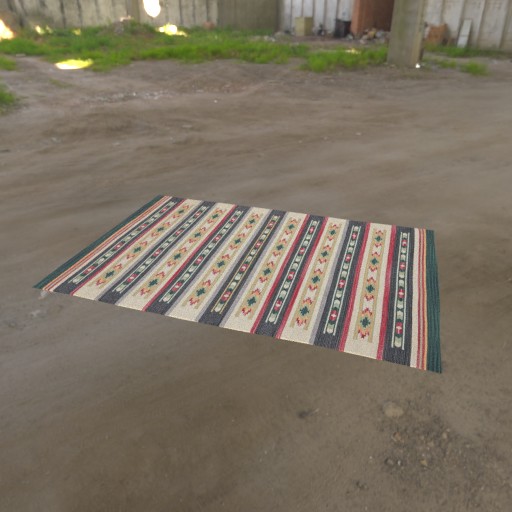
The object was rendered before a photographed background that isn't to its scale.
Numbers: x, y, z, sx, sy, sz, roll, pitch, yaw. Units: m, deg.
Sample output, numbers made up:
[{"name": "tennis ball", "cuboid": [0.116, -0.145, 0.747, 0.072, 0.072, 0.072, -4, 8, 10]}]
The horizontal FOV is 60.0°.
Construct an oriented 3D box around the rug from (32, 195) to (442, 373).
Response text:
[{"name": "rug", "cuboid": [0.000, 0.000, 2.347, 1.825, 0.009, 1.221, 9, 31, 16]}]
